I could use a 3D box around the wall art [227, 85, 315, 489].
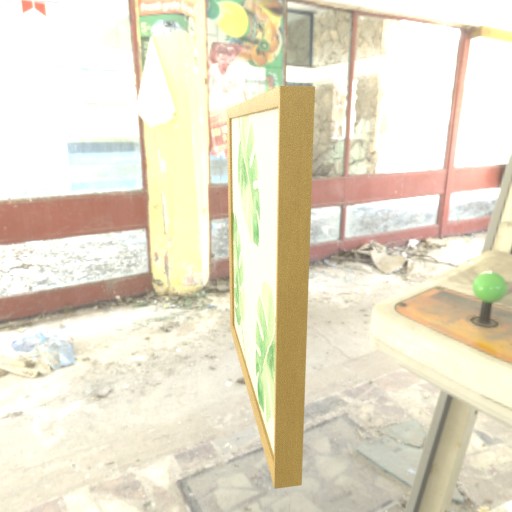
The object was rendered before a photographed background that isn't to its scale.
[{"bbox_3d":[0.000,0.000,0.770,0.038,0.508,0.508,-3,16,-10],"label":"wall art"}]
